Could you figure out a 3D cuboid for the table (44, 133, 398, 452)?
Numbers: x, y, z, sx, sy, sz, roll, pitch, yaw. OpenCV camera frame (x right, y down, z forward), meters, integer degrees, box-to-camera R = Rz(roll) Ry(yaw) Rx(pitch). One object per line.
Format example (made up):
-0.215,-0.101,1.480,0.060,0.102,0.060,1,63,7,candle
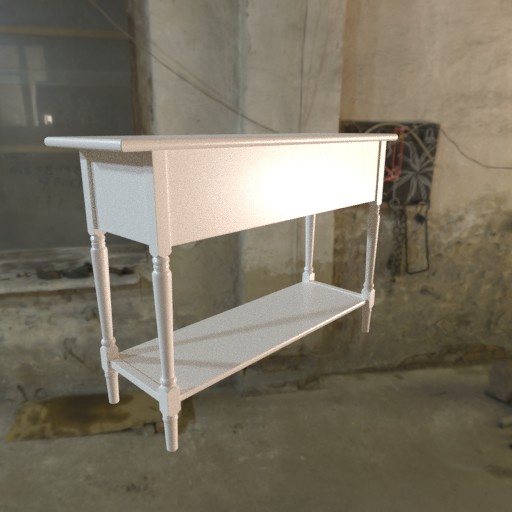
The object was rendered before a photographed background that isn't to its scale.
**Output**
0.000,0.000,1.547,0.386,0.814,1.191,15,22,42,table
